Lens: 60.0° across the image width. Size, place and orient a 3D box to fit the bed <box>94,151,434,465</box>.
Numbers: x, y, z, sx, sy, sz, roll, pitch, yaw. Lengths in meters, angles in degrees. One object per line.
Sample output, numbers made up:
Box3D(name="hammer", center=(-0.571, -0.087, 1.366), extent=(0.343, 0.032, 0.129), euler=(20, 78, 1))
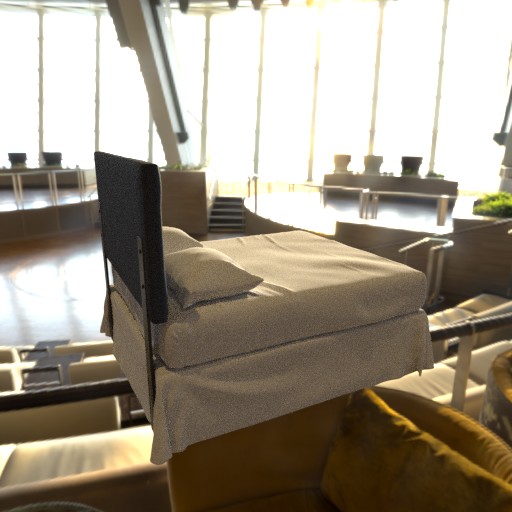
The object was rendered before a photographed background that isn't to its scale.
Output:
Box3D(name="bed", center=(0.000, 0.000, 3.452), extent=(2.222, 1.577, 1.936), euler=(-8, 17, -26))
